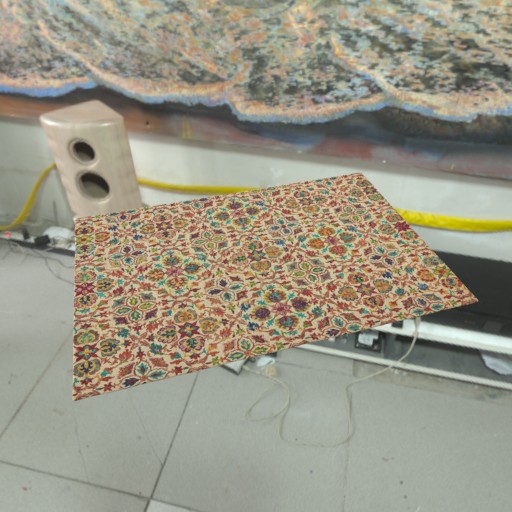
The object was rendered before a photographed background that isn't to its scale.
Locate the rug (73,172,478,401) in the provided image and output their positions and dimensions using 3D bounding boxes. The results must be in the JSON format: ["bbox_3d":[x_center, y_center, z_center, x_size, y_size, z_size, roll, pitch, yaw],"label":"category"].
[{"bbox_3d":[0.000,0.000,2.343,1.838,0.013,1.226,-11,42,-12],"label":"rug"}]
